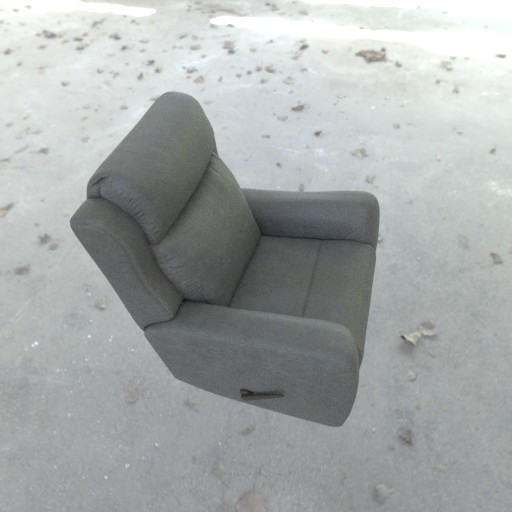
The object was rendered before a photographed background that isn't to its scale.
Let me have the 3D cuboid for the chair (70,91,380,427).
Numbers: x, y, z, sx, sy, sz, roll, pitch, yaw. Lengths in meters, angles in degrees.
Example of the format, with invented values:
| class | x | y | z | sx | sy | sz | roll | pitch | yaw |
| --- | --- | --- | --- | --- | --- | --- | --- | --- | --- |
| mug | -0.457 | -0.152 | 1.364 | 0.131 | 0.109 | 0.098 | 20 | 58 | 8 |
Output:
| class | x | y | z | sx | sy | sz | roll | pitch | yaw |
| --- | --- | --- | --- | --- | --- | --- | --- | --- | --- |
| chair | 0.000 | 0.000 | 1.937 | 1.068 | 1.116 | 0.967 | 12 | 48 | 11 |
